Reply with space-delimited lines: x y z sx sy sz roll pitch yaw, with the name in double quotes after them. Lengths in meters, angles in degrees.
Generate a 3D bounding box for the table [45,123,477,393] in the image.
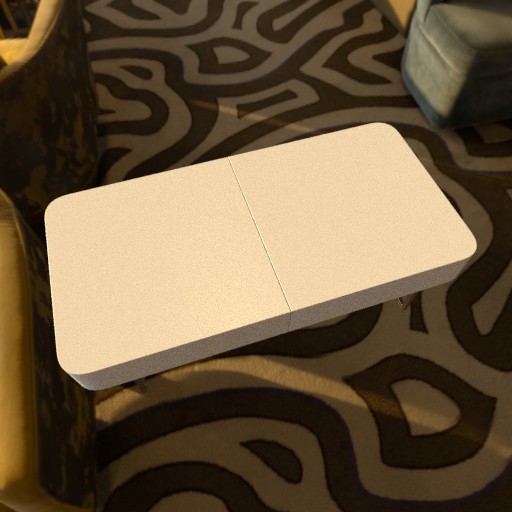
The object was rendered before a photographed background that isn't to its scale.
0.000 0.000 1.473 1.200 0.340 0.600 -15 59 -10 "table"
